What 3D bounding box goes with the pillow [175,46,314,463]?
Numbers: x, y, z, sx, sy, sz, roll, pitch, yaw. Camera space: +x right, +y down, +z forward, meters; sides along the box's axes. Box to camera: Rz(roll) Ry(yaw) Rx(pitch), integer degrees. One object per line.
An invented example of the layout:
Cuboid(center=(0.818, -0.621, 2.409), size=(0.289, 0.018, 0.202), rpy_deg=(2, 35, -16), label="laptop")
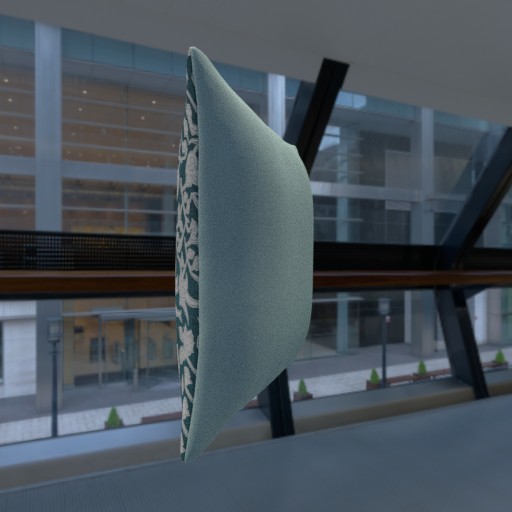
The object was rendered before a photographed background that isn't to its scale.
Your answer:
Cuboid(center=(0.000, 0.000, 0.783), size=(0.166, 0.508, 0.525), rpy_deg=(0, 0, 18), label="pillow")
